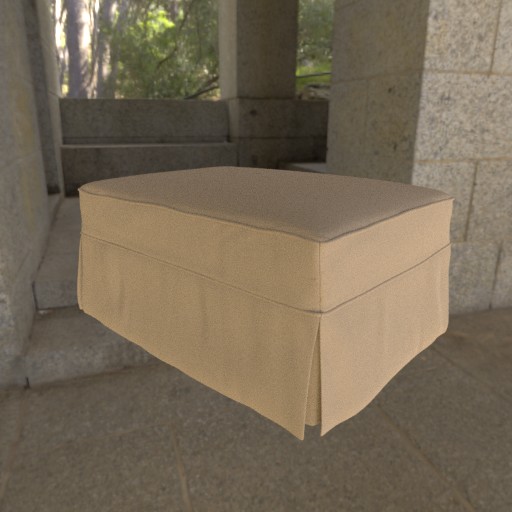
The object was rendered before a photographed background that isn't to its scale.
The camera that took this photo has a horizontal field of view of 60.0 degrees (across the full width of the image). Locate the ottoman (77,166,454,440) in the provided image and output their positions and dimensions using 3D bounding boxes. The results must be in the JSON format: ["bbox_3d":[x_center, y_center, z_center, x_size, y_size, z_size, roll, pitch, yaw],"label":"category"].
[{"bbox_3d":[0.000,0.000,1.321,0.959,0.482,0.721,15,23,40],"label":"ottoman"}]
